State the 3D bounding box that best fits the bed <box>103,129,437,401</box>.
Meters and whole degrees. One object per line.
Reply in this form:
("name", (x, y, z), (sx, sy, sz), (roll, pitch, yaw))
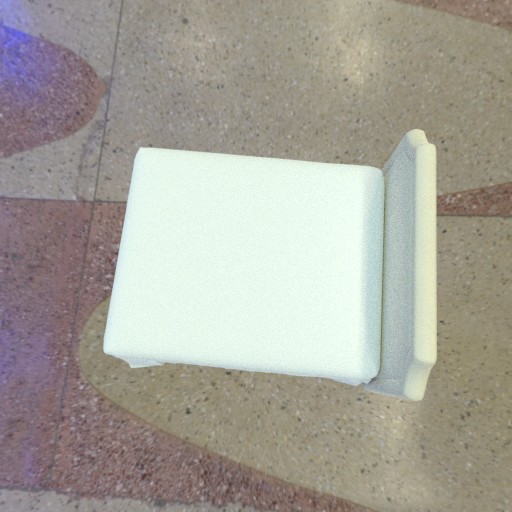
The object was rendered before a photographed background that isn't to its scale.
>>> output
("bed", (0.000, 0.000, 3.308), (2.209, 1.296, 1.827), (5, 76, 1))
